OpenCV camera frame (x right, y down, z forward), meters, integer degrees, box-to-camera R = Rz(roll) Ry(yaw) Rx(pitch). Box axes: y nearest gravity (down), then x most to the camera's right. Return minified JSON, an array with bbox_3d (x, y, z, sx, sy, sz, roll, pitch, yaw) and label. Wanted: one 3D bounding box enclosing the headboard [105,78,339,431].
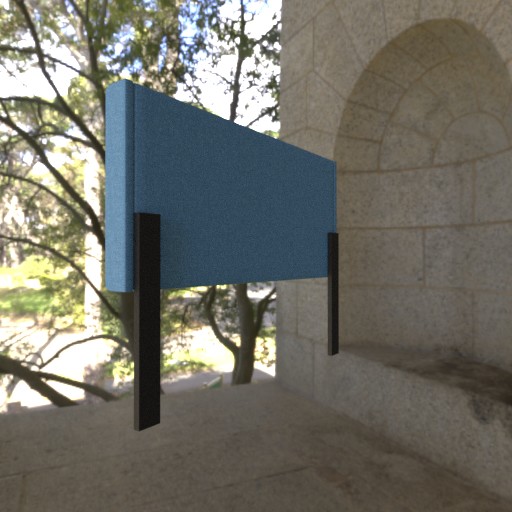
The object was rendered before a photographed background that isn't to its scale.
[{"bbox_3d":[0.000,0.000,2.760,0.184,1.524,2.051,0,0,36],"label":"headboard"}]
